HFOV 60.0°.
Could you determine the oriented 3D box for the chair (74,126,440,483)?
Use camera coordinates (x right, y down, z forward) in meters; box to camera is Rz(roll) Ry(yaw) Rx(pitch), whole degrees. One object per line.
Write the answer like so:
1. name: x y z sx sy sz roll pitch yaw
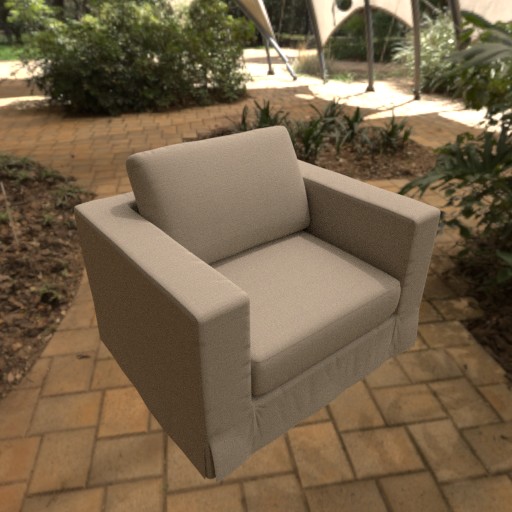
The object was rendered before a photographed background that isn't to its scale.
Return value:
1. chair: 0.000 0.000 1.826 1.150 0.878 0.957 -21 36 -33
